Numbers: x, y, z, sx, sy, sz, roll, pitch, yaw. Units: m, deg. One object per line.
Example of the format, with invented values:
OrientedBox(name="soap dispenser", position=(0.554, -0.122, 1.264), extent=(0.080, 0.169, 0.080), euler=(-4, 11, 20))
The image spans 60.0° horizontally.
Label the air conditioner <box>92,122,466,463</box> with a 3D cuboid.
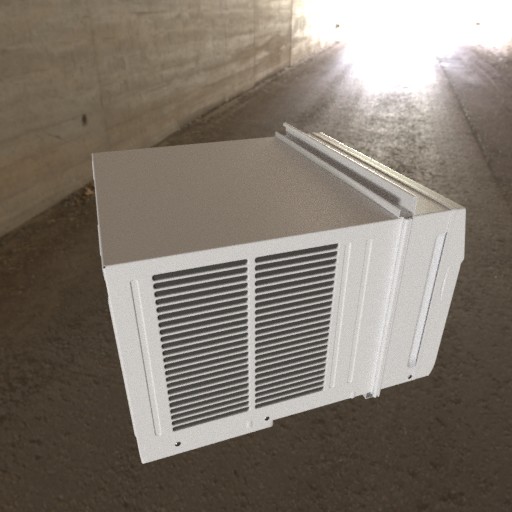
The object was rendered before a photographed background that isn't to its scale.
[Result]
OrientedBox(name="air conditioner", position=(0.000, 0.000, 0.866), extent=(0.546, 0.388, 0.503), euler=(-10, 31, -17))
